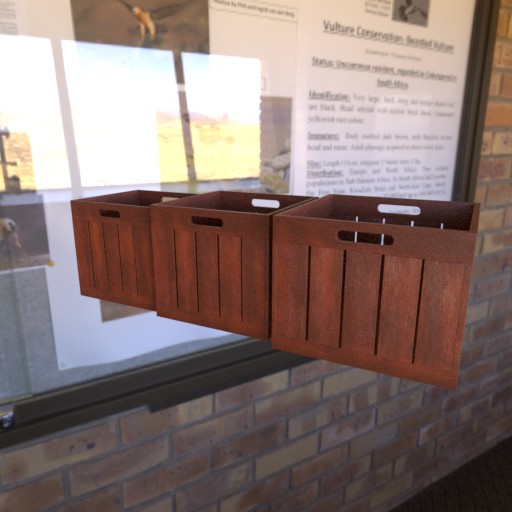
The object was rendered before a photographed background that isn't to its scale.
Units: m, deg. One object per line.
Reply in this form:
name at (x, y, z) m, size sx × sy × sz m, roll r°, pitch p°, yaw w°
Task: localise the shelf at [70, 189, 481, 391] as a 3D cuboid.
shelf at (0.000, 0.000, 1.214) m, size 1.064 × 0.311 × 0.393 m, roll 8°, pitch 17°, yaw 26°
